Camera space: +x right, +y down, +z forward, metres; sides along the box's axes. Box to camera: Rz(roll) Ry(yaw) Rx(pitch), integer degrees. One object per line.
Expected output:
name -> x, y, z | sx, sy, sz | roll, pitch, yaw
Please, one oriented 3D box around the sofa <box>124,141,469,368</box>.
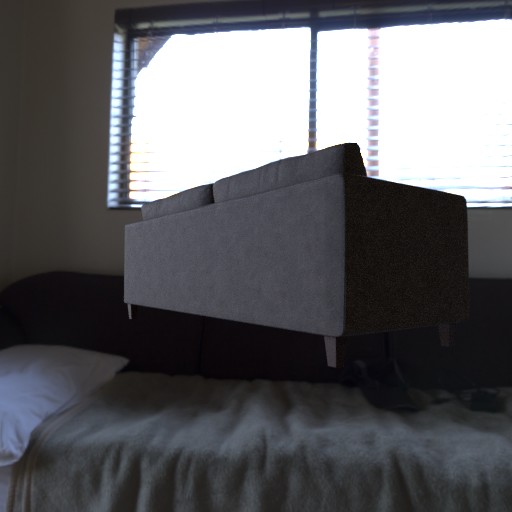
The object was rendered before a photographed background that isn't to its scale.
sofa -> 0.000, 0.000, 2.931 | 0.951, 0.965, 2.434 | 1, -2, -36
